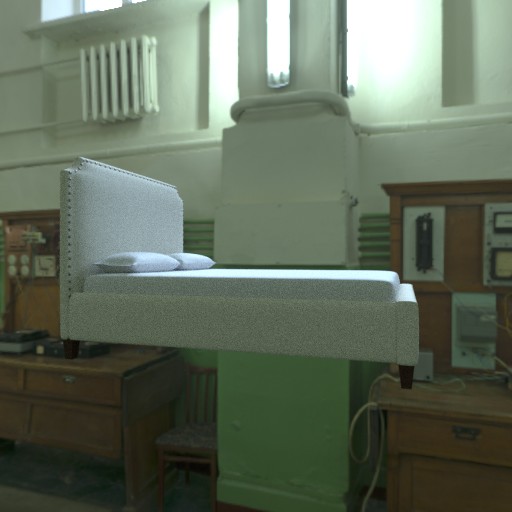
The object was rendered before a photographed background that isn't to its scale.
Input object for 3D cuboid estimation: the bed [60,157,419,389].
[{"bbox_3d":[0.000,0.000,3.509,2.372,1.443,1.712,0,0,19],"label":"bed"}]
